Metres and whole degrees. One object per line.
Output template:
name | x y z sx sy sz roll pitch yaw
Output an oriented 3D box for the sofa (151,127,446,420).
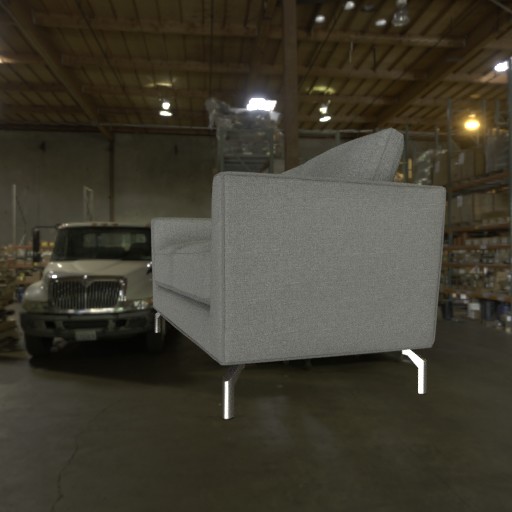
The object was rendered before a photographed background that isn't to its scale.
sofa | 0.000 0.000 2.089 0.803 0.924 1.594 0 0 -20
